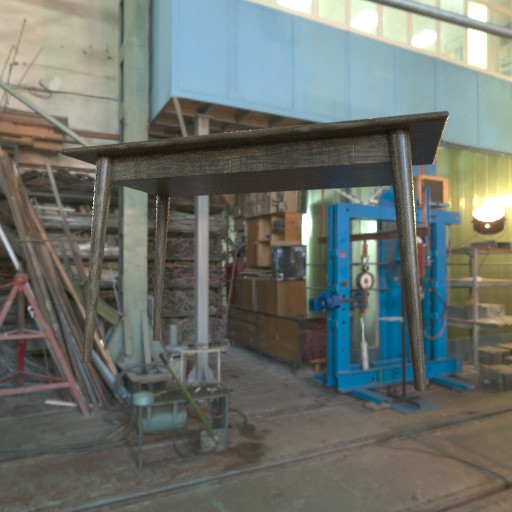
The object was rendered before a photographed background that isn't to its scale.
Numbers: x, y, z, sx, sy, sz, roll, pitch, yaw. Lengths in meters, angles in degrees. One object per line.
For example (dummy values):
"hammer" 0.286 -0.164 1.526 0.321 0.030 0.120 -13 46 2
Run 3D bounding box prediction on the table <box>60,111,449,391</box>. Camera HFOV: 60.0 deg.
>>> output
"table" 0.000 0.000 1.685 1.300 0.780 0.599 0 -1 18
